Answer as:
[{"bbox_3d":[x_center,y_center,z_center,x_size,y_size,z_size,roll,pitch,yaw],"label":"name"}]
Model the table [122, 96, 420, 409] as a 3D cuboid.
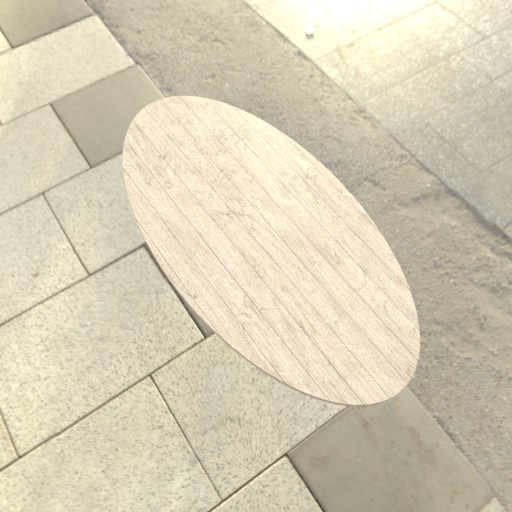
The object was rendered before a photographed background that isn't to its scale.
[{"bbox_3d":[0.000,0.000,1.356,0.542,0.390,1.083,-34,68,-15],"label":"table"}]
